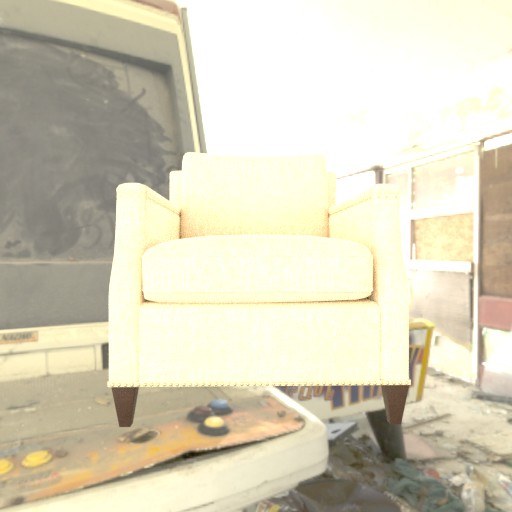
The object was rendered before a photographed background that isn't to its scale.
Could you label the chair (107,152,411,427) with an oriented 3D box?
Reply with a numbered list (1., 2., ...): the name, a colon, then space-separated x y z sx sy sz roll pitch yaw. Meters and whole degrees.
1. chair: 0.000 0.000 1.714 0.838 0.940 1.041 0 1 -1
